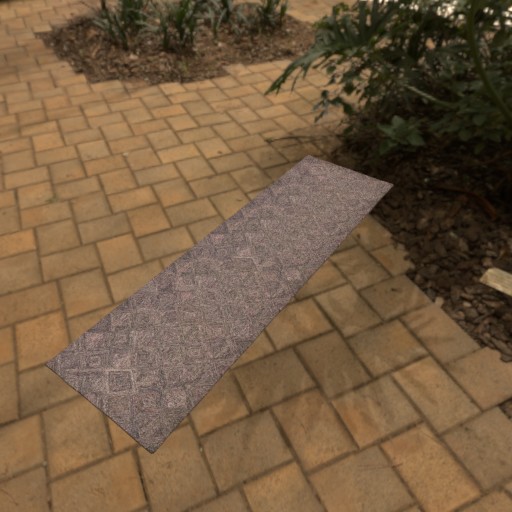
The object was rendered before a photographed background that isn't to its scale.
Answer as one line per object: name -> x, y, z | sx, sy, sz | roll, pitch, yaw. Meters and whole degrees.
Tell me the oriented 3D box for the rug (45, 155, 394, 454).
rug -> 0.000, 0.000, 2.533 | 0.691, 0.011, 2.296 | 26, 49, 26
